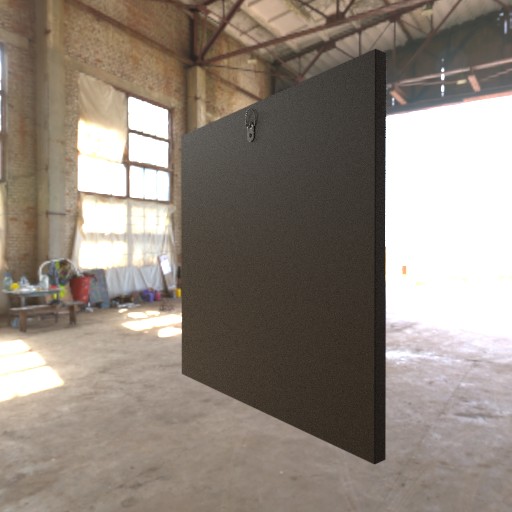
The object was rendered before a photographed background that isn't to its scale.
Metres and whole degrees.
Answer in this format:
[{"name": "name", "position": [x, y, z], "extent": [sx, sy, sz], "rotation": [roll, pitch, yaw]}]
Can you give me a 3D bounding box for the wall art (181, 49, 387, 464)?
[{"name": "wall art", "position": [0.000, 0.000, 1.188], "extent": [0.043, 0.807, 0.805], "rotation": [0, 1, -37]}]
